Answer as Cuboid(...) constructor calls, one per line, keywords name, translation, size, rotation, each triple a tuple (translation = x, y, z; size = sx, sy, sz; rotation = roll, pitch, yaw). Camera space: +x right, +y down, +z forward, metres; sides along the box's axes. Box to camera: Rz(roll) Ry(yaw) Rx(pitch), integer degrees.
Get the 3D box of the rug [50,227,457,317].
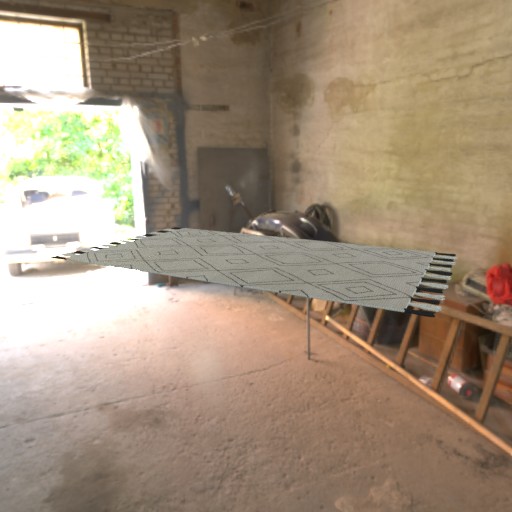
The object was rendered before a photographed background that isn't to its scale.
Cuboid(name="rug", translation=(0.000, 0.000, 3.394), size=(2.755, 0.021, 1.524), rotation=(7, 15, 26))
